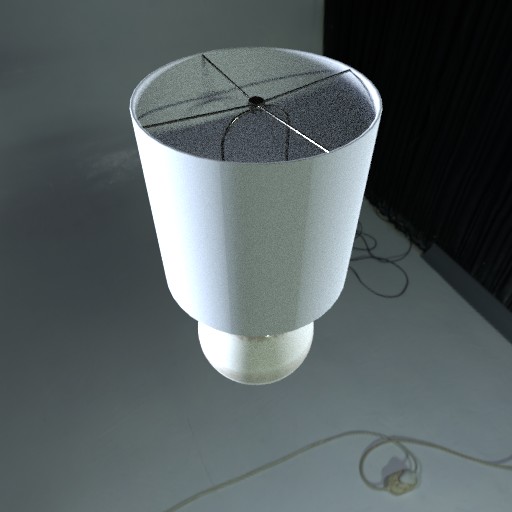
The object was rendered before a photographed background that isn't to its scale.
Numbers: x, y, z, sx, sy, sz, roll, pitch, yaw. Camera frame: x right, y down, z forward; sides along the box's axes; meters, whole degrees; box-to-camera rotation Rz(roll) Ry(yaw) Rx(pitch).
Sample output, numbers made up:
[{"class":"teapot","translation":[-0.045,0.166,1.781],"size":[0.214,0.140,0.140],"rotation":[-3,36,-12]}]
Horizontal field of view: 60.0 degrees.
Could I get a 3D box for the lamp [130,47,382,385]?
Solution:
[{"class":"lamp","translation":[0.000,0.000,0.531],"size":[0.217,0.404,0.217],"rotation":[-23,50,-21]}]
